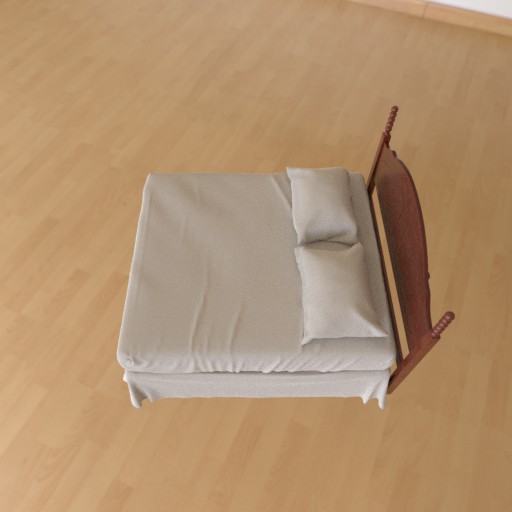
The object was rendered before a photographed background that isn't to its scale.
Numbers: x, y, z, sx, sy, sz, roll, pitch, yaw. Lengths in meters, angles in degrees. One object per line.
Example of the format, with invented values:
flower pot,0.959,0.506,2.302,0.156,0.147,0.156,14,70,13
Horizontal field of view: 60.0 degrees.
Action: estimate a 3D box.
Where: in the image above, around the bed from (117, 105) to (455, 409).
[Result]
bed,0.000,0.000,3.235,2.040,1.356,1.873,0,57,0
